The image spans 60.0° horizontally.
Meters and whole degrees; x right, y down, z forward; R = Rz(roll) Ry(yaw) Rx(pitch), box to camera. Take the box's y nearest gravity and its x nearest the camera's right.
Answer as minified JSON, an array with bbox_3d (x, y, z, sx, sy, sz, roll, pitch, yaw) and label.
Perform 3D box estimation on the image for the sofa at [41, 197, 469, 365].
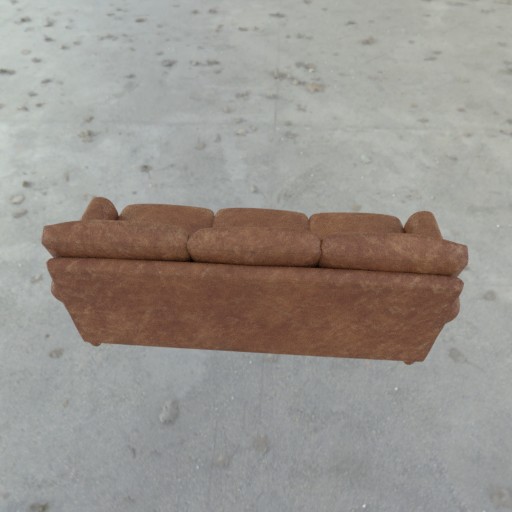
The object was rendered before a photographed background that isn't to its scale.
[{"bbox_3d":[0.000,0.000,2.830,2.351,0.977,0.973,3,46,3],"label":"sofa"}]
